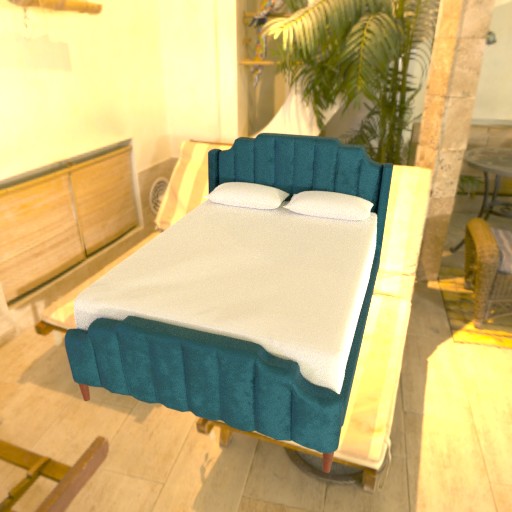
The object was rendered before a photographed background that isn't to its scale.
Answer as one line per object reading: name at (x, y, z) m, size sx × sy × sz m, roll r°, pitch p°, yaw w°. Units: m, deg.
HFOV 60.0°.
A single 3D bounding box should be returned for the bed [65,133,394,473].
bed at (0.000, 0.000, 3.255) m, size 1.678 × 1.338 × 2.322 m, roll 9°, pitch 28°, yaw 17°
